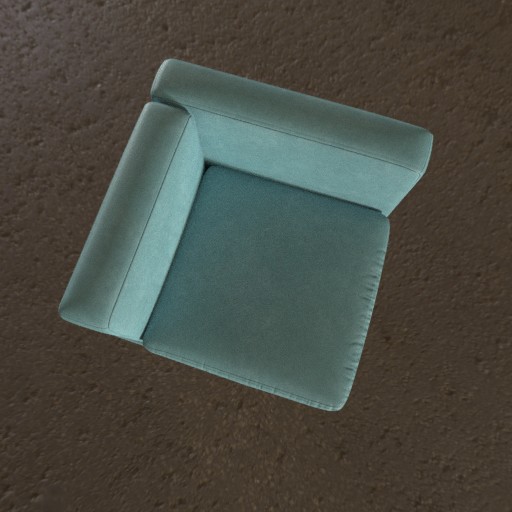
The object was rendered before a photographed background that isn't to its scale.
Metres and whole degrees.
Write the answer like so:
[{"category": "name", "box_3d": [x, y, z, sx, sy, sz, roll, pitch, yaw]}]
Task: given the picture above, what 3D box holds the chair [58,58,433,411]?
[{"category": "chair", "box_3d": [0.000, 0.000, 1.247, 0.680, 0.660, 0.680, 17, 76, 4]}]
